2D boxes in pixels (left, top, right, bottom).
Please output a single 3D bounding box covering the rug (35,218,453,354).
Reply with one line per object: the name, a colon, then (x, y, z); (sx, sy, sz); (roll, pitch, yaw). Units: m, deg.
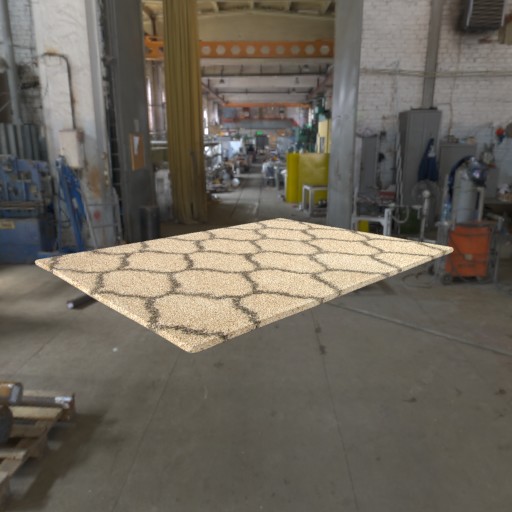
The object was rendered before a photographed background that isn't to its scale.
rug: (0.000, 0.000, 2.097); (1.600, 0.025, 1.200); (-14, 20, -42)
